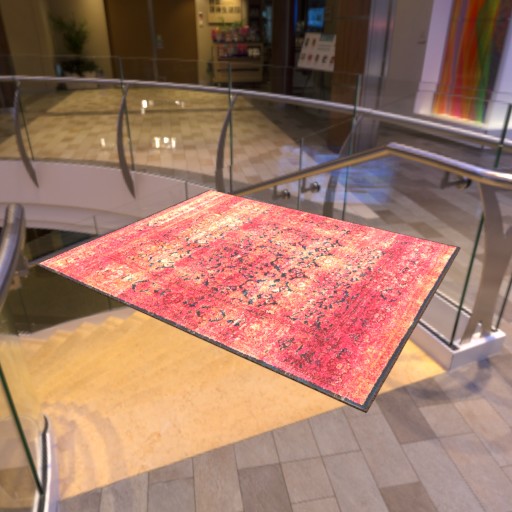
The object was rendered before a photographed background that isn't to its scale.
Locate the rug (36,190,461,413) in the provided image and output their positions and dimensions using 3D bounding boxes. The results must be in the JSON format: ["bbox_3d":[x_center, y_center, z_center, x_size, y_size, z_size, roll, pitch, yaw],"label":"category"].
[{"bbox_3d":[0.000,0.000,4.020,3.032,0.020,2.411,17,32,29],"label":"rug"}]
